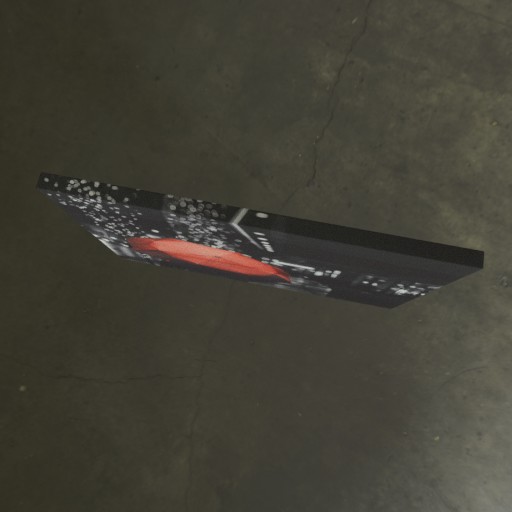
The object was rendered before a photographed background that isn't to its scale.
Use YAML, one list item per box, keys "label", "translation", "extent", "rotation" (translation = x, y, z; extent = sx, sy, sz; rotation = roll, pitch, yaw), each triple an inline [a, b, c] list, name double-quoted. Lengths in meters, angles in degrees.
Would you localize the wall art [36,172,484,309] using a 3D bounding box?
- label: "wall art"
  translation: [0.000, 0.000, 1.187]
  extent: [0.914, 0.609, 0.038]
  rotation: [10, 76, 3]
